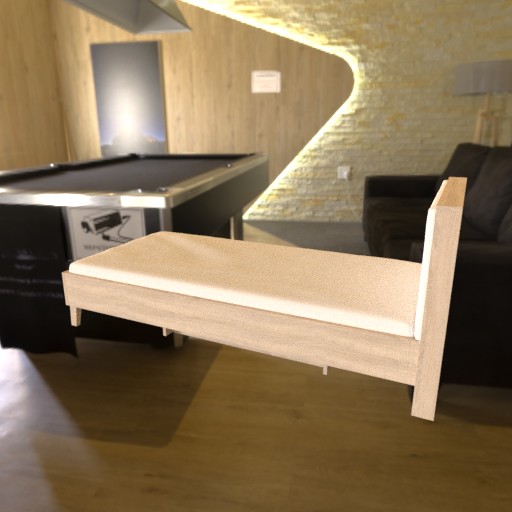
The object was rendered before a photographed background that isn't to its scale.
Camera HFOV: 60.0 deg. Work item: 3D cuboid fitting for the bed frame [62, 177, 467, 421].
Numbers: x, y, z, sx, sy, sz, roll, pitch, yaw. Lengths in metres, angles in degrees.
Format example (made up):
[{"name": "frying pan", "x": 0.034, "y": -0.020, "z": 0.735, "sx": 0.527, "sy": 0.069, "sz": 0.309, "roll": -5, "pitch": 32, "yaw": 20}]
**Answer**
[{"name": "bed frame", "x": 0.000, "y": 0.000, "z": 2.619, "sx": 2.140, "sy": 0.920, "sz": 0.990, "roll": 8, "pitch": 19, "yaw": 24}]
